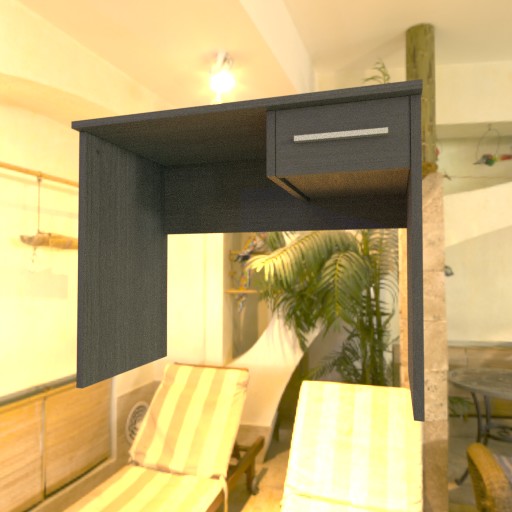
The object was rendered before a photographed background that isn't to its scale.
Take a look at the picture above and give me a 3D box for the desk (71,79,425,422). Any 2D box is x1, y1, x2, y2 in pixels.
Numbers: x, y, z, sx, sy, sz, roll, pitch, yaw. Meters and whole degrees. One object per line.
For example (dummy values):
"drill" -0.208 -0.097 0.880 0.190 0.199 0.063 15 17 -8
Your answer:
"desk" 0.000 0.000 1.294 0.893 0.724 0.498 -1 -2 18
